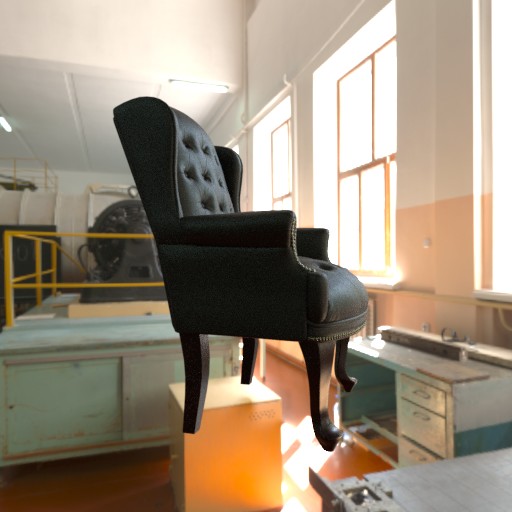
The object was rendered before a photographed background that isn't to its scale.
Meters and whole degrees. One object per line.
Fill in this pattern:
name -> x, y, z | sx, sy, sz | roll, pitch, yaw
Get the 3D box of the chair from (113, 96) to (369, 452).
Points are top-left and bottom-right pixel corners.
chair -> 0.000, 0.000, 1.666 | 0.822, 1.133, 0.831 | 0, 0, 17
